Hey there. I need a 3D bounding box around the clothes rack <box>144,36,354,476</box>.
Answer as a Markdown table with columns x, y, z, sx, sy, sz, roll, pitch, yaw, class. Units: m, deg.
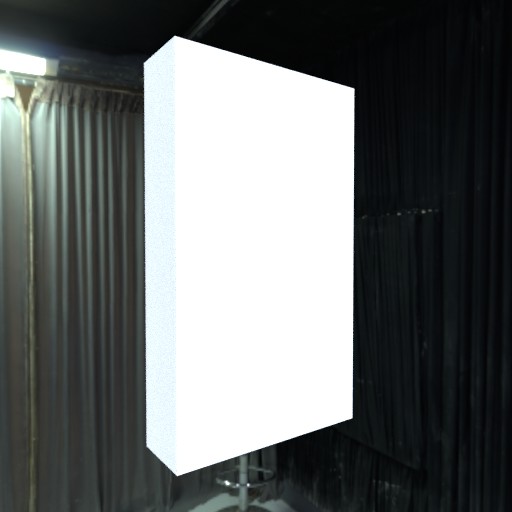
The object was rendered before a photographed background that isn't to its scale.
| x | y | z | sx | sy | sz | roll | pitch | yaw | class |
| --- | --- | --- | --- | --- | --- | --- | --- | --- | --- |
| 0.000 | 0.000 | 1.608 | 0.750 | 1.280 | 0.250 | -1 | 2 | -35 | clothes rack |
